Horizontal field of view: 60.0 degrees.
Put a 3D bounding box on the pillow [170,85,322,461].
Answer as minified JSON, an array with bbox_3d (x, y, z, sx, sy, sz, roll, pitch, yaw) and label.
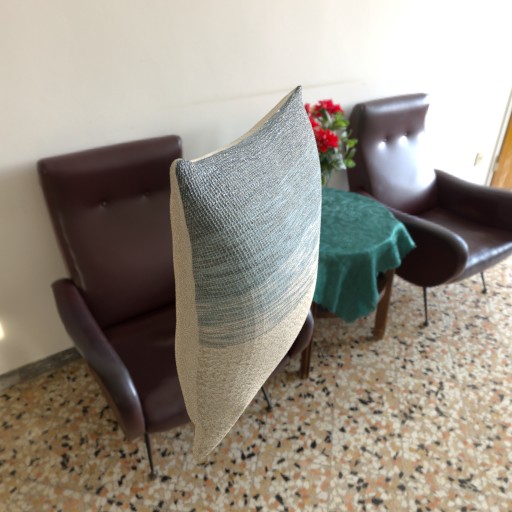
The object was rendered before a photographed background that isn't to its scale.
[{"bbox_3d":[0.000,0.000,0.685,0.182,0.441,0.440,11,33,17],"label":"pillow"}]
